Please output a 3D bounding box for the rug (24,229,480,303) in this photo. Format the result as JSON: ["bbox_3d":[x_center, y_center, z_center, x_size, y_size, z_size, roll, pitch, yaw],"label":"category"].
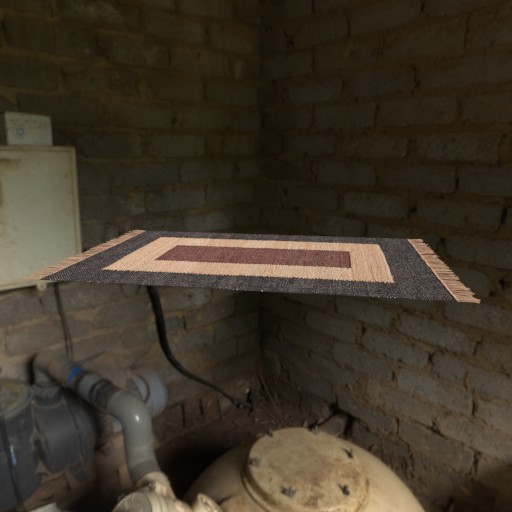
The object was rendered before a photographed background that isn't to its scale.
[{"bbox_3d":[0.000,0.000,2.488,2.021,0.027,1.224,2,14,9],"label":"rug"}]
